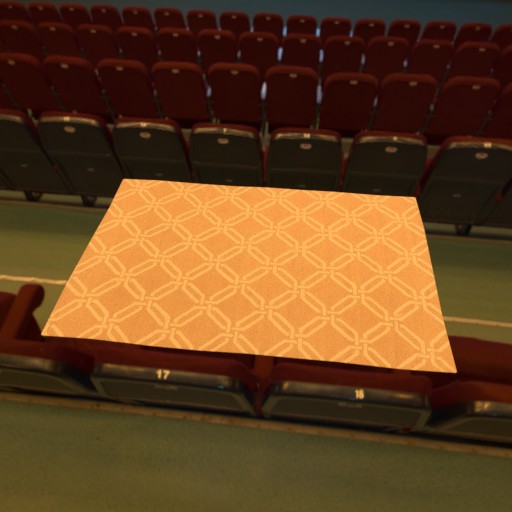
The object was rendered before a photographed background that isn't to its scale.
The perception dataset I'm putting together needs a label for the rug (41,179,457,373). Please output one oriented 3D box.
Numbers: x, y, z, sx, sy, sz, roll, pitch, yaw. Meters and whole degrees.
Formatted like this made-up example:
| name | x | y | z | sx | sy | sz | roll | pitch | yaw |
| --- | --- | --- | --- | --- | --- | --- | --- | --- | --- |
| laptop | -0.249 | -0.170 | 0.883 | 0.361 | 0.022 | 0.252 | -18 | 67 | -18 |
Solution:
| name | x | y | z | sx | sy | sz | roll | pitch | yaw |
| --- | --- | --- | --- | --- | --- | --- | --- | --- | --- |
| rug | 0.000 | 0.000 | 2.225 | 1.745 | 0.010 | 1.146 | 4 | 46 | 4 |
